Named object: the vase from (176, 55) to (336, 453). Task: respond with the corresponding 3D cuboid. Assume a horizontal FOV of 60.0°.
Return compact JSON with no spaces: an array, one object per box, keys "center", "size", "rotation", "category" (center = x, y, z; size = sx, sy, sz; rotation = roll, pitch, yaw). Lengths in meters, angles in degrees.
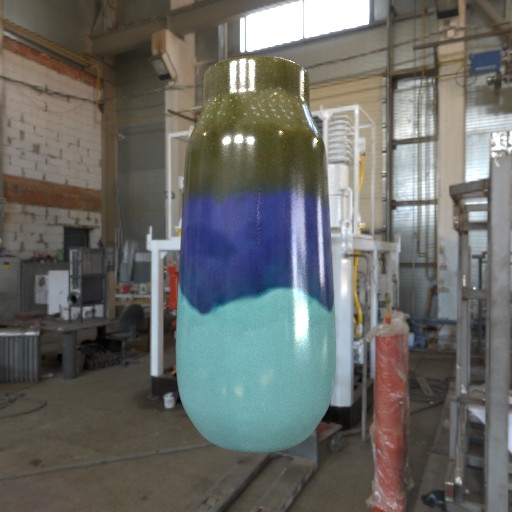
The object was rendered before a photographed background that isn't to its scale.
[{"center":[0.000,0.000,0.389],"size":[0.139,0.313,0.139],"rotation":[0,0,0],"category":"vase"}]
